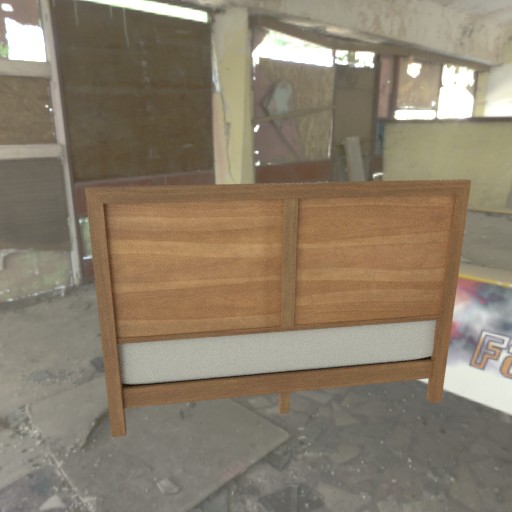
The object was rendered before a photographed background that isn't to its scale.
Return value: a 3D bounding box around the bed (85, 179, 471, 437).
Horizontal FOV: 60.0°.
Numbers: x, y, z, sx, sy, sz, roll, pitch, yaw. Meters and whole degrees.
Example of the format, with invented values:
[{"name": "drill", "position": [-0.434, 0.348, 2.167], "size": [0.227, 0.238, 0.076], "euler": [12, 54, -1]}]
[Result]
[{"name": "bed", "position": [0.000, 0.000, 3.476], "size": [2.003, 1.387, 2.184], "euler": [-3, 16, -9]}]
